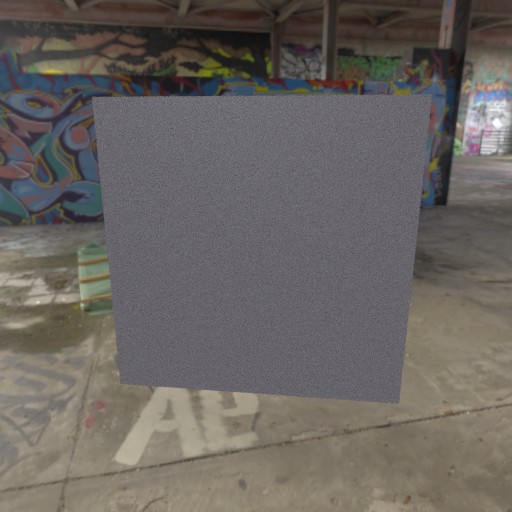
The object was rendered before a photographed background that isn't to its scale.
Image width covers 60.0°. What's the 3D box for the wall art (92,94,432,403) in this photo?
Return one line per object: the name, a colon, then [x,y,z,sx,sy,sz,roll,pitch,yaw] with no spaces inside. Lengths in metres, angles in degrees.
wall art: [0.000,0.000,0.523,0.355,0.355,0.027,2,17,7]
